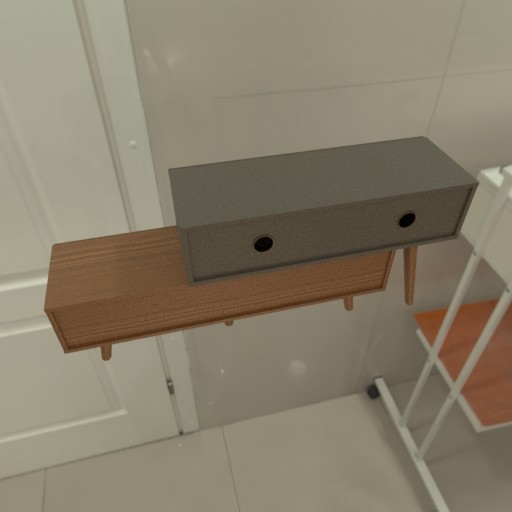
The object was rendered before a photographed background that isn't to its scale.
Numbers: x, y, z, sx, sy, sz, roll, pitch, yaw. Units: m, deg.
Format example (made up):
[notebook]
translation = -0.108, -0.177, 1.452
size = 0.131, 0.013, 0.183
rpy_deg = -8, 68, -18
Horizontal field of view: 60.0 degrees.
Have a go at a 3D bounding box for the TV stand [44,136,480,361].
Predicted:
[TV stand]
translation = 0.000, 0.000, 1.551
size = 1.336, 0.591, 0.329
rpy_deg = -10, 43, -11
